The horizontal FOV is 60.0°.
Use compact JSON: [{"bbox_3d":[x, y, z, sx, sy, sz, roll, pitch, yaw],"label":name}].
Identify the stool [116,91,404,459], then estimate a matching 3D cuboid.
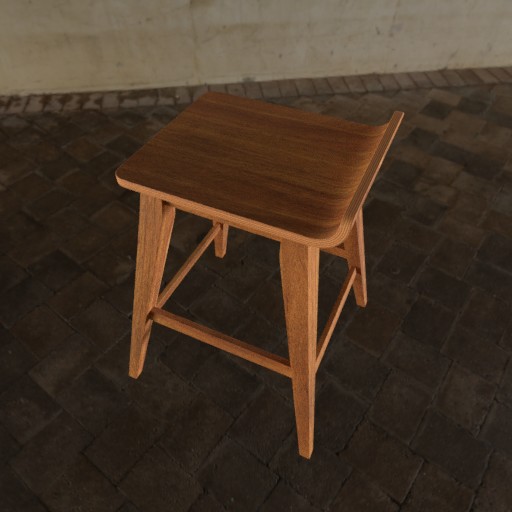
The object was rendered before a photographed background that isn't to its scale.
[{"bbox_3d":[0.000,0.000,1.006,0.500,0.650,0.500,19,49,17],"label":"stool"}]
